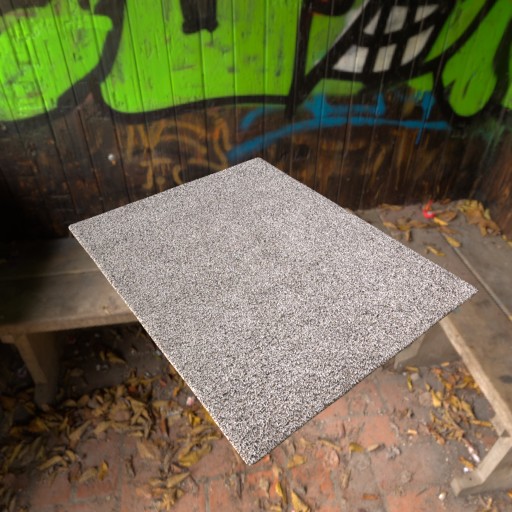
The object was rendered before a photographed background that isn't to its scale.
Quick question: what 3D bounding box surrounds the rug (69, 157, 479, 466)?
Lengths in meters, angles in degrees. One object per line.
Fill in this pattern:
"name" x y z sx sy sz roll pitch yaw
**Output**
"rug" 0.000 0.000 4.104 2.438 0.029 3.047 -26 46 -28
